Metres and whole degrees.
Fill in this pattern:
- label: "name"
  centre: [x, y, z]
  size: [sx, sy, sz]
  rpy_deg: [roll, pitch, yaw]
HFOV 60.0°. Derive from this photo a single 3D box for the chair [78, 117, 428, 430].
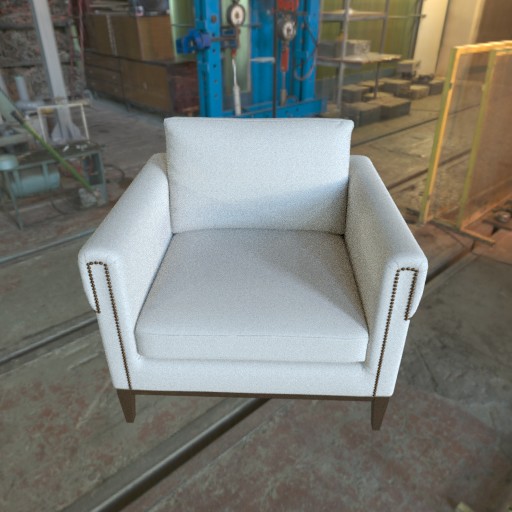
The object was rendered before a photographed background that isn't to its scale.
- label: "chair"
  centre: [0.000, 0.000, 1.679]
  size: [0.982, 0.915, 0.896]
  rpy_deg: [1, 31, 2]
